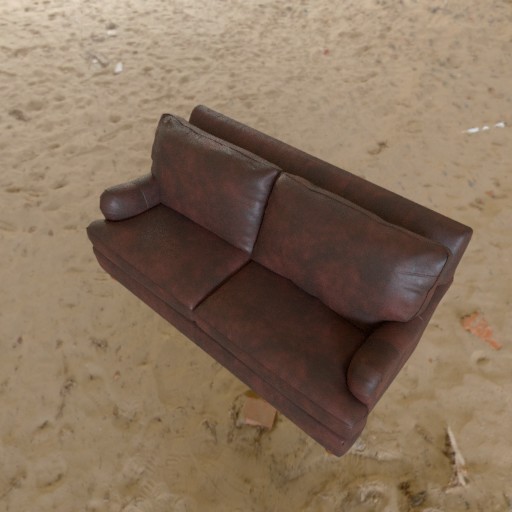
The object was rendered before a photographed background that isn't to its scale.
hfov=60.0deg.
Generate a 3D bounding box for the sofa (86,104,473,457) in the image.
[{"bbox_3d":[0.000,0.000,2.784,2.144,1.071,1.147,32,54,27],"label":"sofa"}]
